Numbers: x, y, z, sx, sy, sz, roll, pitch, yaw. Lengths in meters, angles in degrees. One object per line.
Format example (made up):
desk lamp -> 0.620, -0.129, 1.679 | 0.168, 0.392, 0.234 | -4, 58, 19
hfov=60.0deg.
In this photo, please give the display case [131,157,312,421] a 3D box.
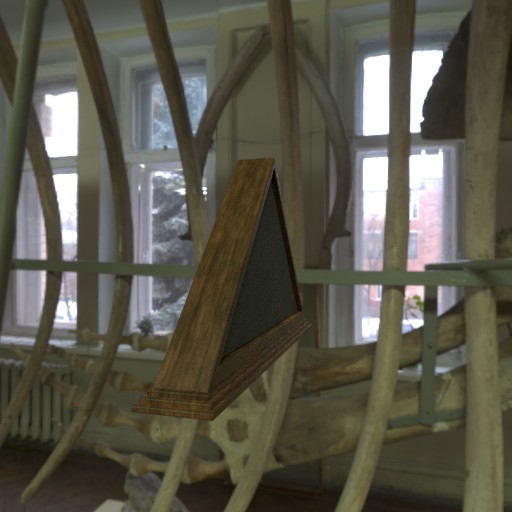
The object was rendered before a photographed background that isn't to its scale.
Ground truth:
display case -> 0.000, 0.000, 0.775 | 0.095, 0.340, 0.640 | 0, 0, 16
